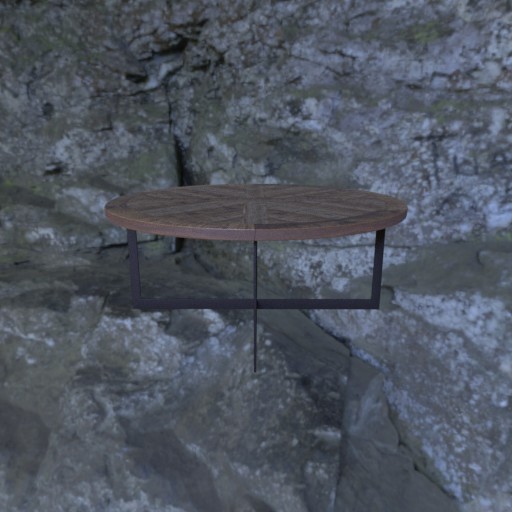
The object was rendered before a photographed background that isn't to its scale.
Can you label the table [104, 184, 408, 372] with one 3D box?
[{"bbox_3d":[0.000,0.000,2.012,1.264,0.516,1.264,0,15,0],"label":"table"}]
